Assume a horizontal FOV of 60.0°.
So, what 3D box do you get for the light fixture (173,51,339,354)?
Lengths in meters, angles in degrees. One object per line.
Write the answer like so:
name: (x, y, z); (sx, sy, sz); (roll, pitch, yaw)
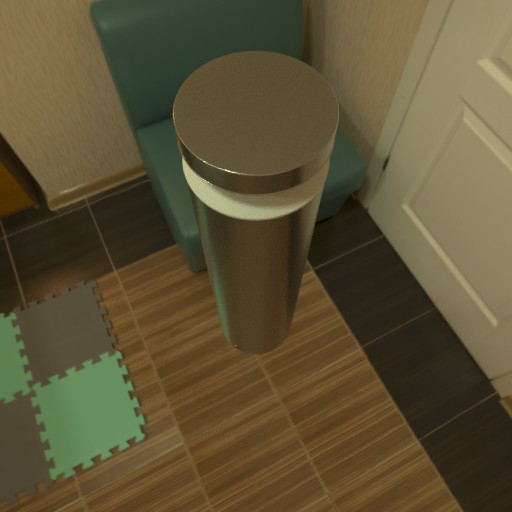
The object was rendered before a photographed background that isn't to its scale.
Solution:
light fixture: (0.000, 0.000, 0.446); (0.102, 0.400, 0.102); (31, 68, 14)
